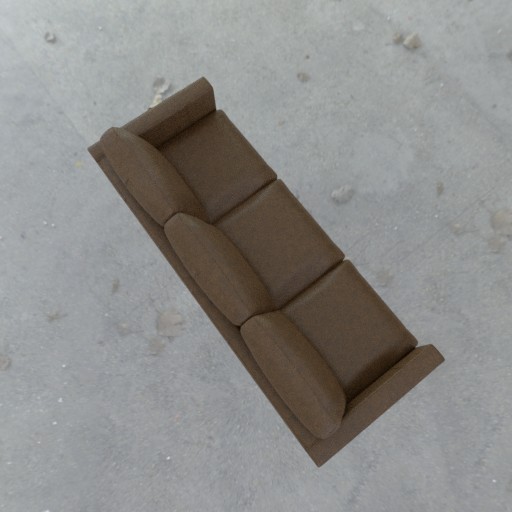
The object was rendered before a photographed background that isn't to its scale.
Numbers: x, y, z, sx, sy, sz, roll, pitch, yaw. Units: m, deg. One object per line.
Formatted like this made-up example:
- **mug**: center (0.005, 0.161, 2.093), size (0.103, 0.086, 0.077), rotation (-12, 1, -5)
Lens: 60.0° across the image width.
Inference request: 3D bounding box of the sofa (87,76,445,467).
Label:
- **sofa**: center (0.000, 0.000, 2.729), size (0.903, 0.930, 2.231), rotation (-36, 77, -10)
